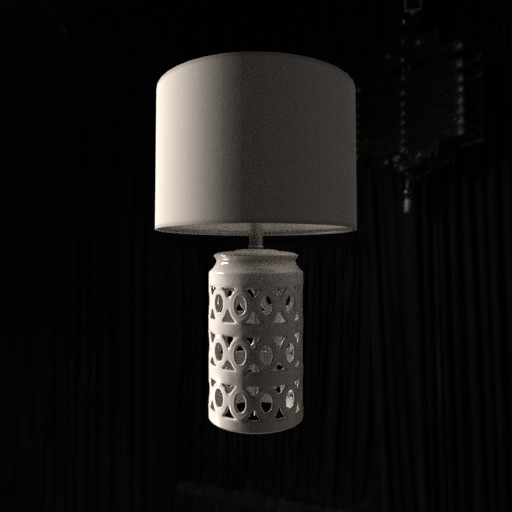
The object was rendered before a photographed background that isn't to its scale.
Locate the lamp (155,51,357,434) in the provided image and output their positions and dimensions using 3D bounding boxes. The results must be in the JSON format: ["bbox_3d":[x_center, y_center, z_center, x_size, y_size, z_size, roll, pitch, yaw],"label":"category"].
[{"bbox_3d":[0.000,0.000,0.697,0.310,0.502,0.310,0,0,0],"label":"lamp"}]
